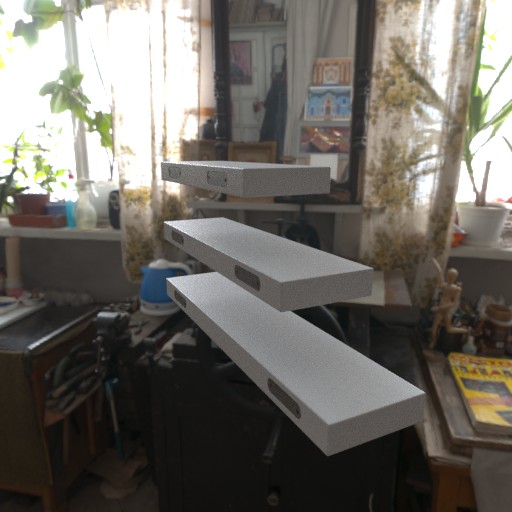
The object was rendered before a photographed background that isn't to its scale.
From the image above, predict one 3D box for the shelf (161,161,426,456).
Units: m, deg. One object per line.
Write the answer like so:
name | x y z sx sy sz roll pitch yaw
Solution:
shelf | 0.000 0.000 0.730 0.140 0.293 0.610 -7 15 -26
